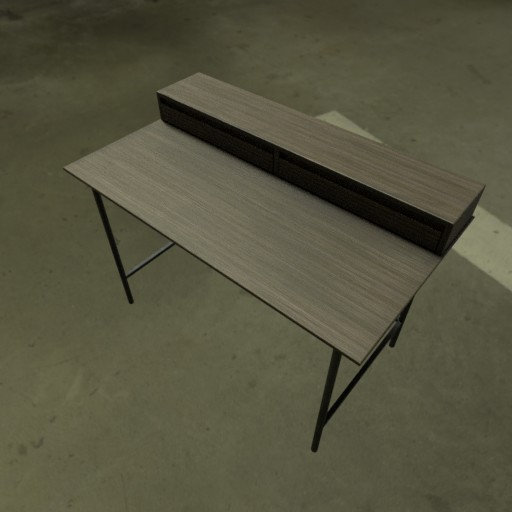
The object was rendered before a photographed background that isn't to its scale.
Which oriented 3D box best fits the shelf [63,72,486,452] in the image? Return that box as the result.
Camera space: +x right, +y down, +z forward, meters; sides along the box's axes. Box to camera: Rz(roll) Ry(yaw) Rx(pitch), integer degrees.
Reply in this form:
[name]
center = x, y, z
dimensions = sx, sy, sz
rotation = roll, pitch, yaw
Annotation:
[shelf]
center = 0.000, 0.000, 1.696
dimensions = 1.212, 0.865, 0.685
rotation = 31, 53, 27
